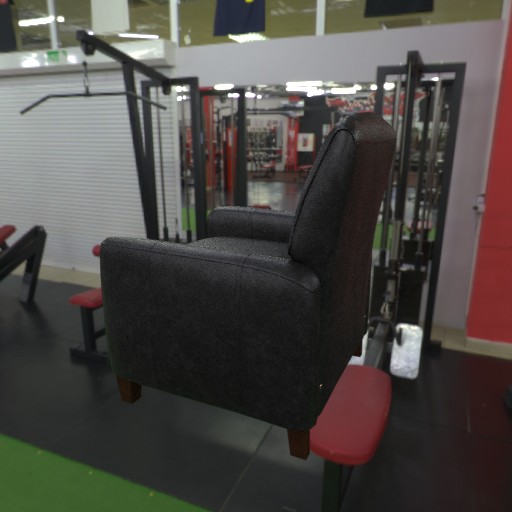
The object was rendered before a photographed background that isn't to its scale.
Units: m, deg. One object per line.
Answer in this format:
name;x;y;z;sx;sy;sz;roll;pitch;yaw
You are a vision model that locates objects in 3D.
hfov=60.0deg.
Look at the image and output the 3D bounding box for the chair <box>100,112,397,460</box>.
chair;0.000;0.000;1.668;0.864;1.014;0.848;7;17;25
